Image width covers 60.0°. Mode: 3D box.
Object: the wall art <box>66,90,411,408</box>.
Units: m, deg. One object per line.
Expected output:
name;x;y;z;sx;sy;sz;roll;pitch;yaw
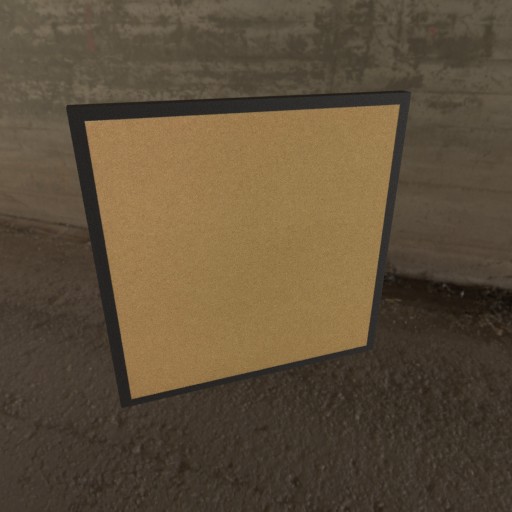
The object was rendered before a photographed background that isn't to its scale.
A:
wall art;0.000;0.000;1.123;0.762;0.760;0.037;-9;28;-17
